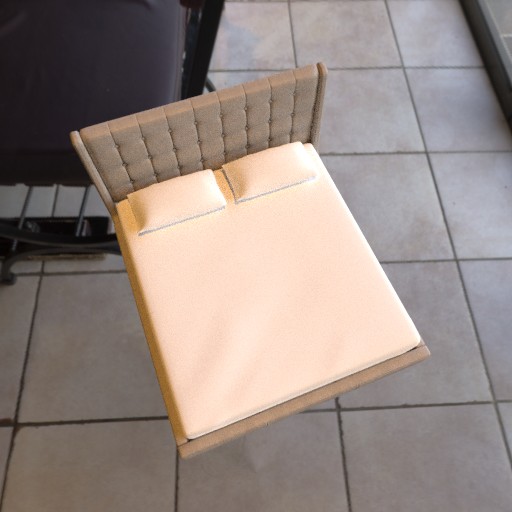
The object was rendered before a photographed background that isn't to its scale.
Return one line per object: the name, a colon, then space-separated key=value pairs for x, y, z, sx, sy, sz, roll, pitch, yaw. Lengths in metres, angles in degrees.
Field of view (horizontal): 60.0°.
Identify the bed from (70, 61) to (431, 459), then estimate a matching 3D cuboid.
bed: x=0.000 y=0.000 z=3.517 sx=2.062 sy=1.289 sz=2.342 roll=-19 pitch=66 yaw=-9
